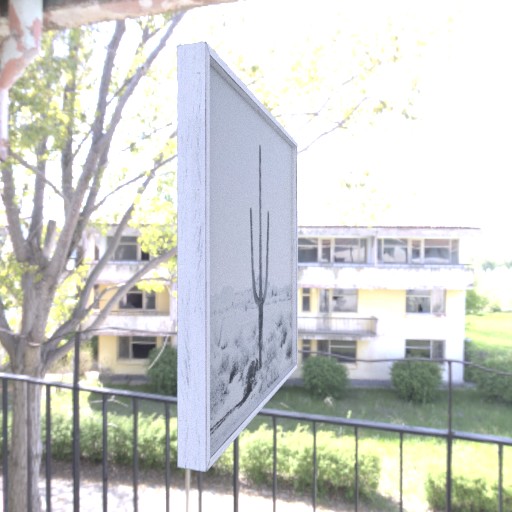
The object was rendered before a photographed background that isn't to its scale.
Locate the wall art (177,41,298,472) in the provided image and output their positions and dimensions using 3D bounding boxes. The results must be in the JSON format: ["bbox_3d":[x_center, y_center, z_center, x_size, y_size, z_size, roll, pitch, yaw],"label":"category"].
[{"bbox_3d":[0.000,0.000,0.770,0.038,0.508,0.508,0,0,18],"label":"wall art"}]
